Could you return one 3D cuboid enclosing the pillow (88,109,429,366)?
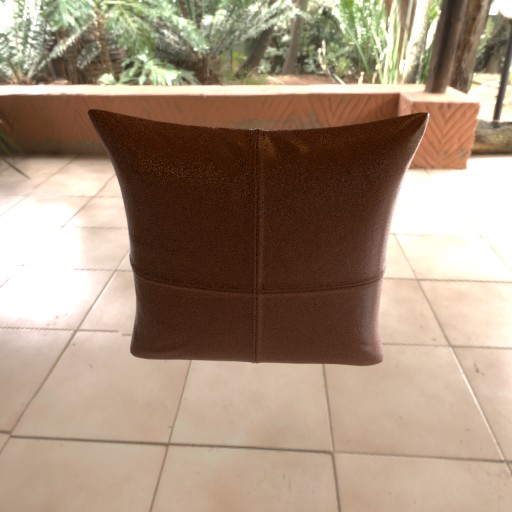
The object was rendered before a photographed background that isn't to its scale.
[{"bbox_3d":[0.000,0.000,0.755,0.501,0.477,0.192,1,29,2],"label":"pillow"}]
